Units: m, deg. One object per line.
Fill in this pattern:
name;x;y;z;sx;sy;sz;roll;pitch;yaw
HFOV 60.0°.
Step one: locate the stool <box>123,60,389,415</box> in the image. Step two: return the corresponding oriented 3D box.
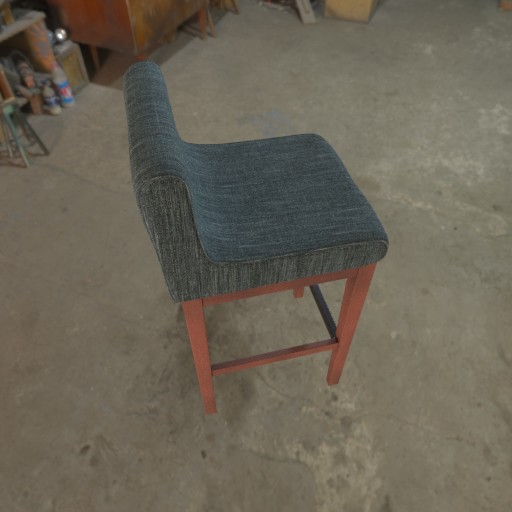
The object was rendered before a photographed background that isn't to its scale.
stool;0.000;0.000;1.075;0.459;0.835;0.395;-10;48;-10
